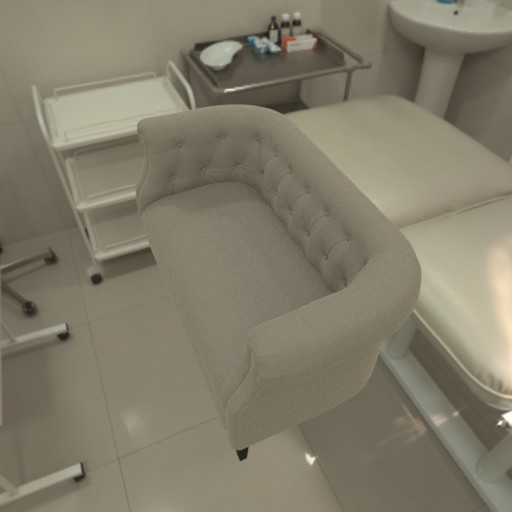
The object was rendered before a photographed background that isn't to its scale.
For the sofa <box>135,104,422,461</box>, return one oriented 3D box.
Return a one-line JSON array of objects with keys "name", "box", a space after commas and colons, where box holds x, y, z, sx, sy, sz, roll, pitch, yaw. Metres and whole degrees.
[{"name": "sofa", "box": [0.000, 0.000, 2.078, 0.835, 0.827, 1.558, -18, 49, -16]}]
